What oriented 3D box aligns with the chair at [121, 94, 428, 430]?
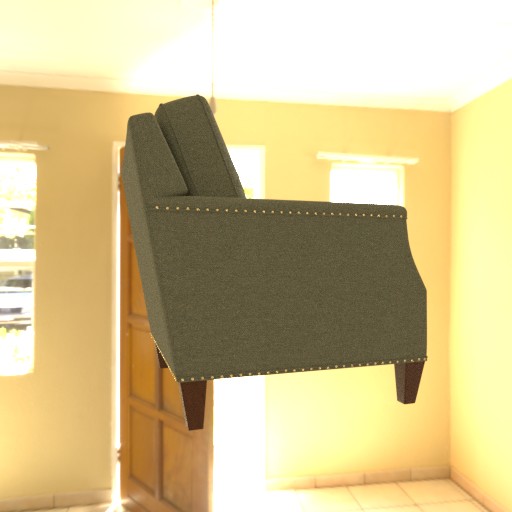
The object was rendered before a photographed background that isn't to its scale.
[{"bbox_3d":[0.000,0.000,1.799,1.031,1.031,0.885,0,0,-18],"label":"chair"}]
